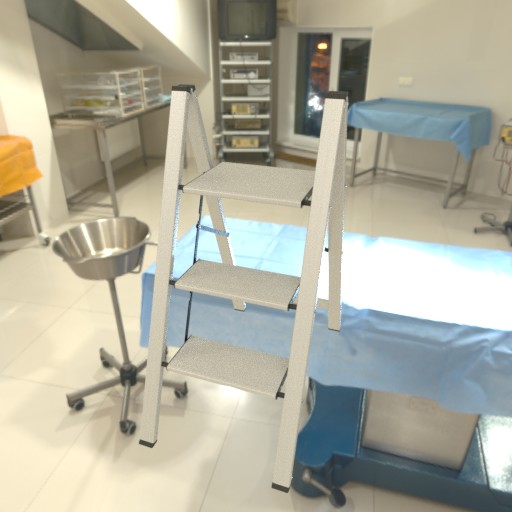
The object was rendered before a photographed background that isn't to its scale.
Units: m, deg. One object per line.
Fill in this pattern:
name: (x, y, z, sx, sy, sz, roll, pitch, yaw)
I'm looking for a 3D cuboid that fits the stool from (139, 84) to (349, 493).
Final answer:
stool: (0.000, 0.000, 1.268, 0.441, 0.902, 0.730, 9, 29, 18)
